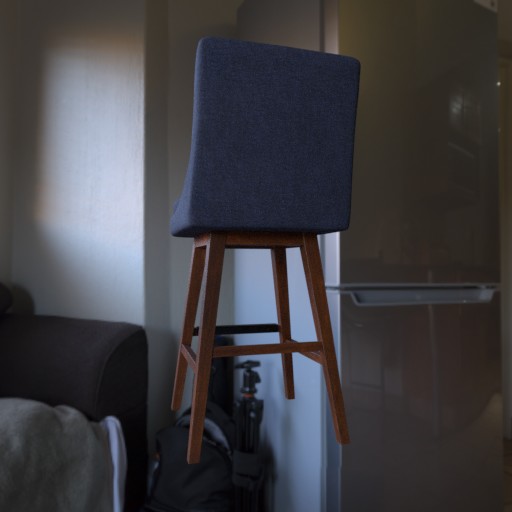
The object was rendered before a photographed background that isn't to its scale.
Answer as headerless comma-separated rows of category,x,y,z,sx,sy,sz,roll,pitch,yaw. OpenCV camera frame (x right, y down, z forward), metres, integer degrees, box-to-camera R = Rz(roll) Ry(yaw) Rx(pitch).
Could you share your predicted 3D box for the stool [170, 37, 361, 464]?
stool,0.000,0.000,1.378,0.489,1.068,0.572,0,-1,-16
